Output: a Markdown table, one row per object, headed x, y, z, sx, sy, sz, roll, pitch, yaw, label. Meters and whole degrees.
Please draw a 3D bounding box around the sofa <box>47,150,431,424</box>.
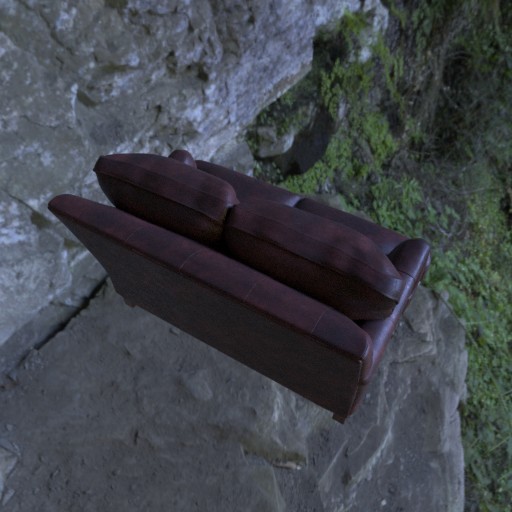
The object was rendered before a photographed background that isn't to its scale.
| x | y | z | sx | sy | sz | roll | pitch | yaw | label |
| --- | --- | --- | --- | --- | --- | --- | --- | --- | --- |
| 0.000 | 0.000 | 2.361 | 1.628 | 1.070 | 1.148 | 24 | 52 | 20 | sofa |
